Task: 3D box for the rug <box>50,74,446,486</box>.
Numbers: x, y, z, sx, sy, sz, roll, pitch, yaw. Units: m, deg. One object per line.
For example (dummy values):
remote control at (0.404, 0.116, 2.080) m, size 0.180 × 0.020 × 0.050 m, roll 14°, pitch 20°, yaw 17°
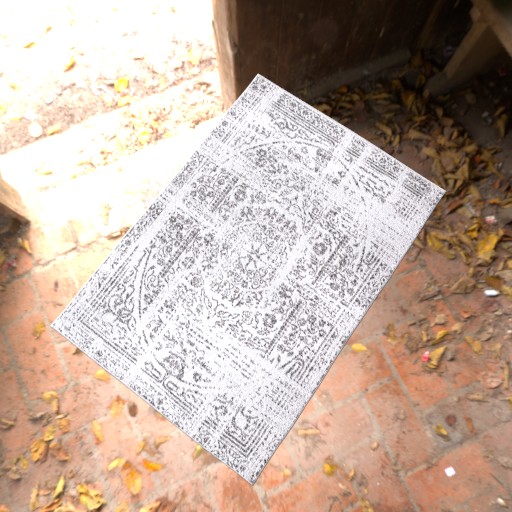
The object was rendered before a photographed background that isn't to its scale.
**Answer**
rug at (0.000, 0.000, 3.123) m, size 1.706 × 0.026 × 2.438 m, roll 35°, pitch 78°, yaw 8°
